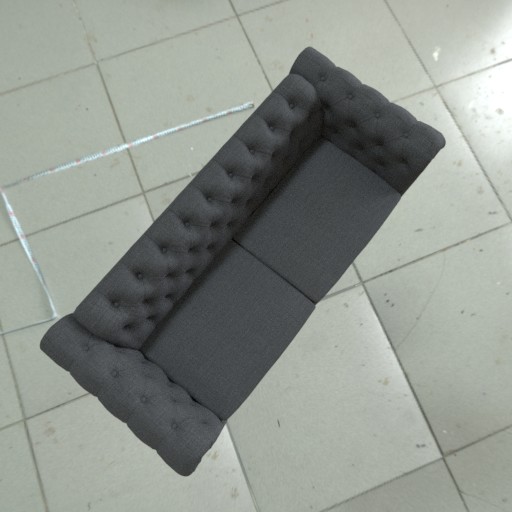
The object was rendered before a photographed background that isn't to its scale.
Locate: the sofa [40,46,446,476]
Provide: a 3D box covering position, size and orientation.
[{"bbox_3d":[0.000,0.000,2.176,0.783,0.797,1.798,38,79,9],"label":"sofa"}]
